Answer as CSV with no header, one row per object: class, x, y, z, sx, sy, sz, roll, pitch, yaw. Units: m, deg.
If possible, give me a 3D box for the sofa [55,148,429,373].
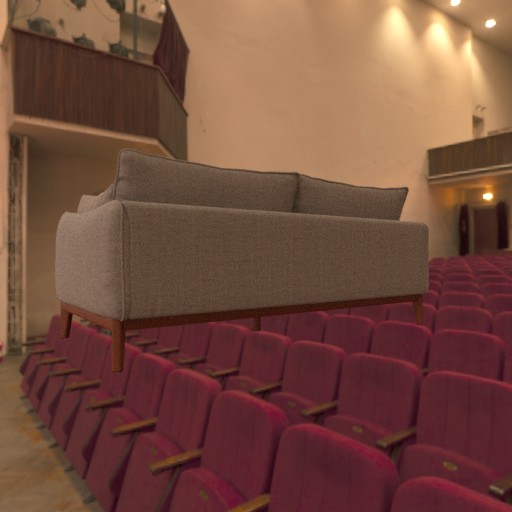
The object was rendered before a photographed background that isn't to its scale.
sofa,0.000,0.000,2.514,1.989,0.851,0.972,0,0,-36
